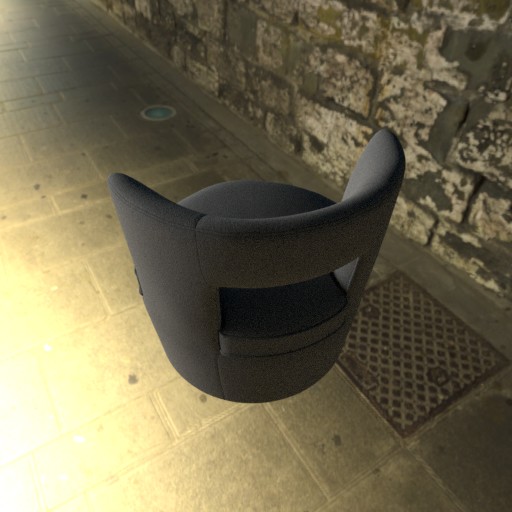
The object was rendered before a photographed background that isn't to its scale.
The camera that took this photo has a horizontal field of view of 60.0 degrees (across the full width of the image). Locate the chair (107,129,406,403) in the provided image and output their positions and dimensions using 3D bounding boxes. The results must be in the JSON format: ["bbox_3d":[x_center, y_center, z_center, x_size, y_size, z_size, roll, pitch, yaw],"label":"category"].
[{"bbox_3d":[0.000,0.000,1.275,0.689,0.719,0.660,-12,44,-13],"label":"chair"}]
